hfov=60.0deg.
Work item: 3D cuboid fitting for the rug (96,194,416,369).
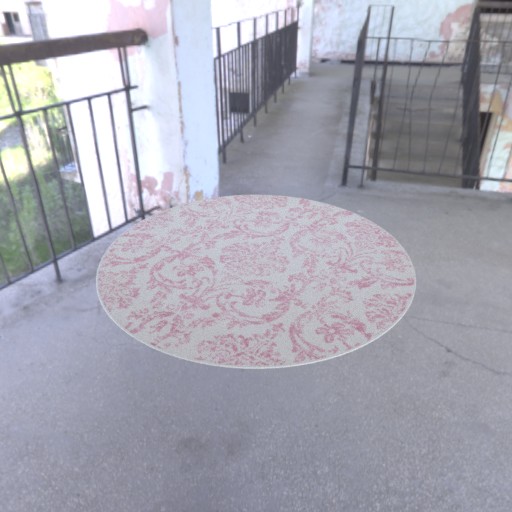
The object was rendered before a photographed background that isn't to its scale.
[{"bbox_3d":[0.000,0.000,2.308,1.593,0.012,1.593,0,31,0],"label":"rug"}]
